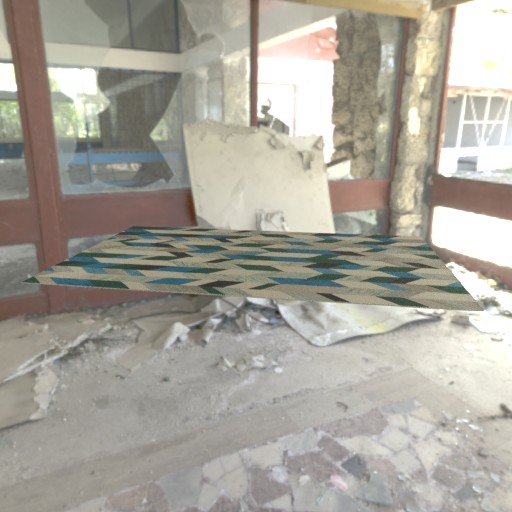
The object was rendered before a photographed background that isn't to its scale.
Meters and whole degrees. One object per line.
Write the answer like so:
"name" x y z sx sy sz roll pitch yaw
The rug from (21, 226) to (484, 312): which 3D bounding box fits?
"rug" 0.000 0.000 2.992 2.433 0.007 1.507 3 16 9
